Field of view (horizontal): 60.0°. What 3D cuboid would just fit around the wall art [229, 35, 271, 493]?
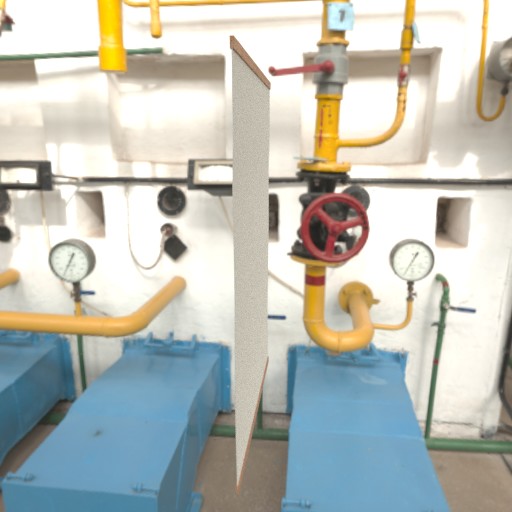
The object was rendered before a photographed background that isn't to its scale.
[{"bbox_3d":[0.000,0.000,1.910,0.019,1.527,1.019,2,14,7],"label":"wall art"}]
